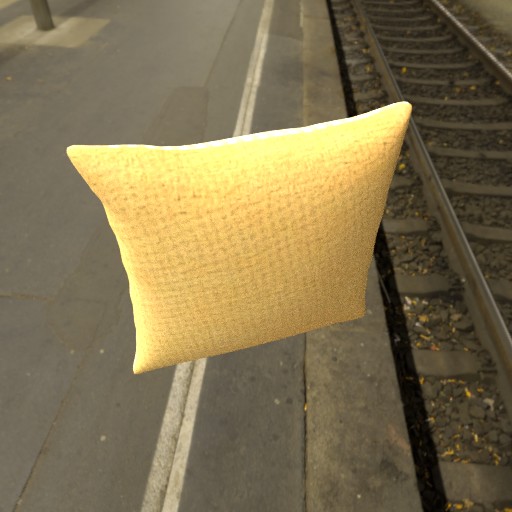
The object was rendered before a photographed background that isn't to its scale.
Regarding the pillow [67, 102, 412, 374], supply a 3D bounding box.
[{"bbox_3d":[0.000,0.000,0.641,0.419,0.407,0.173,-12,43,-13],"label":"pillow"}]
